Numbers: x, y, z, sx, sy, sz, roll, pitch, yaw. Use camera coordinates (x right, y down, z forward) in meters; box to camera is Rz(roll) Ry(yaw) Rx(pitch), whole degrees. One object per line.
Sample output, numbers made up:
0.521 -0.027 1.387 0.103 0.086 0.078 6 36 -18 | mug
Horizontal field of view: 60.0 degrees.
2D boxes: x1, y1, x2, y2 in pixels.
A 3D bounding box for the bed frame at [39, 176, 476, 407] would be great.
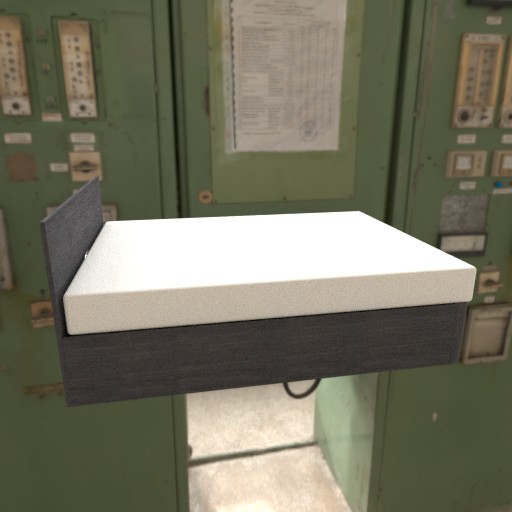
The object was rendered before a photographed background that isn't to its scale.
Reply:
0.000 0.000 2.582 1.900 0.800 1.400 -3 18 -10 | bed frame
